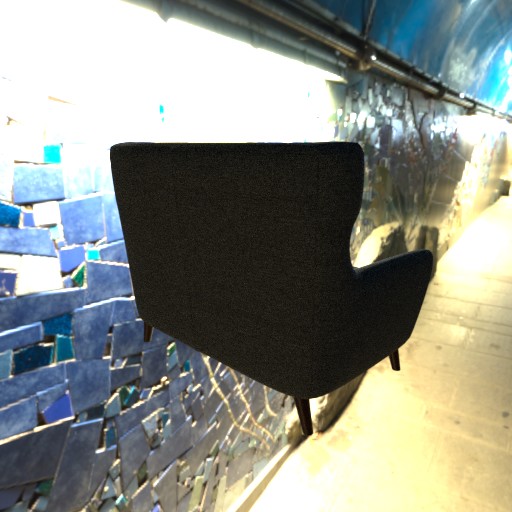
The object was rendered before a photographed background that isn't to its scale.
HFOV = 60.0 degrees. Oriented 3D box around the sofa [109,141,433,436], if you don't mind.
[{"bbox_3d":[0.000,0.000,2.052,1.358,1.028,0.874,14,20,43],"label":"sofa"}]
